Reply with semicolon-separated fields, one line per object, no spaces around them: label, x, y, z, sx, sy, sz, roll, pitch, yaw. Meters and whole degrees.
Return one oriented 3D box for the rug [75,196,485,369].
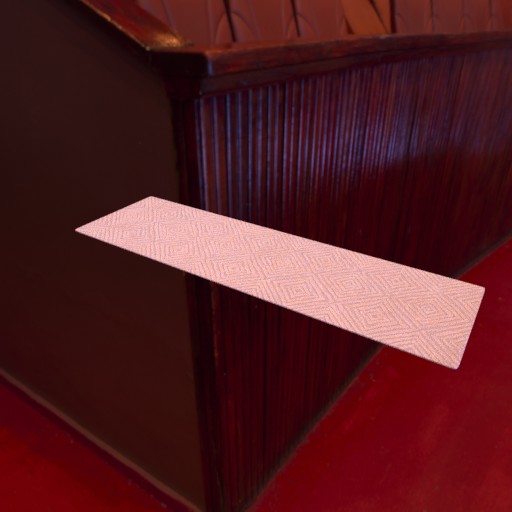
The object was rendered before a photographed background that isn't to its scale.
rug;0.000;0.000;2.492;2.277;0.008;0.676;17;34;28
